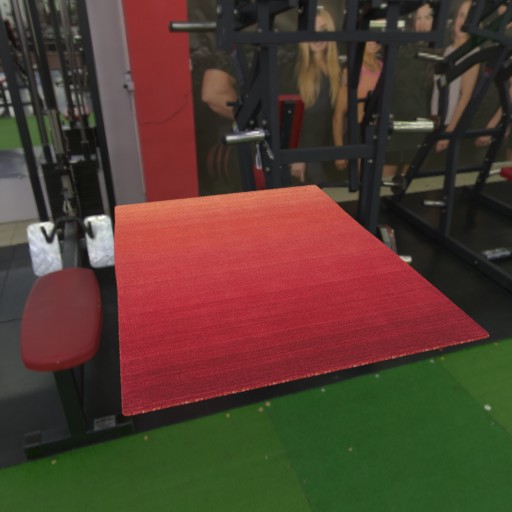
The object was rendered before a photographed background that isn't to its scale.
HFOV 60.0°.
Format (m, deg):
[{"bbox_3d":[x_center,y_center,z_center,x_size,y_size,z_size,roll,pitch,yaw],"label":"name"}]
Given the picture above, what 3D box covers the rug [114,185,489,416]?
[{"bbox_3d":[0.000,0.000,3.813,2.340,0.028,2.905,-8,30,-14],"label":"rug"}]
